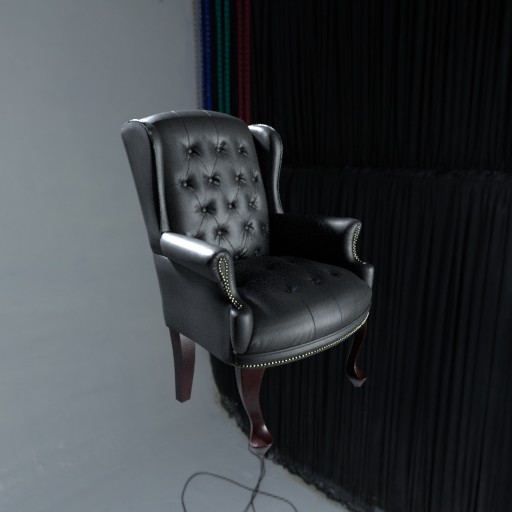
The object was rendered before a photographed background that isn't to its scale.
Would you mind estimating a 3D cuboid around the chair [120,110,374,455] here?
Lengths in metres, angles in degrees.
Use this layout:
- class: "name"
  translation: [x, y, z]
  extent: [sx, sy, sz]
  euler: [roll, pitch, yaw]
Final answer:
- class: "chair"
  translation: [0.000, 0.000, 1.754]
  extent: [0.822, 1.133, 0.831]
  euler: [13, 19, 43]
